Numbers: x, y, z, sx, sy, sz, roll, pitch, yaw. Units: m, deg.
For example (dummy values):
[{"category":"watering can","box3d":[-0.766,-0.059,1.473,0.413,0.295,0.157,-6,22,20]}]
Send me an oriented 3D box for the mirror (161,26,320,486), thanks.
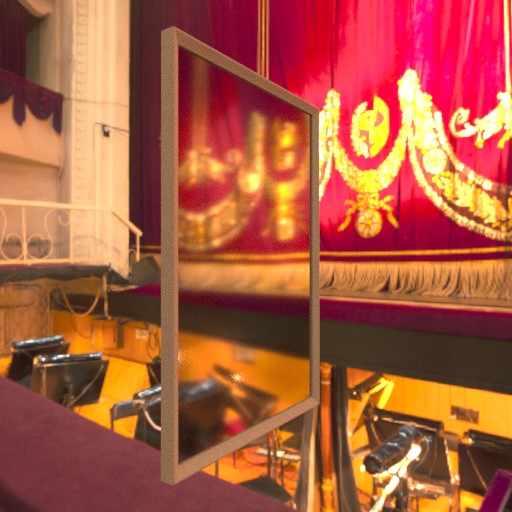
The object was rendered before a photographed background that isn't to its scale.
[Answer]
[{"category":"mirror","box3d":[0.000,0.000,1.138,0.041,0.915,0.609,0,0,36]}]
